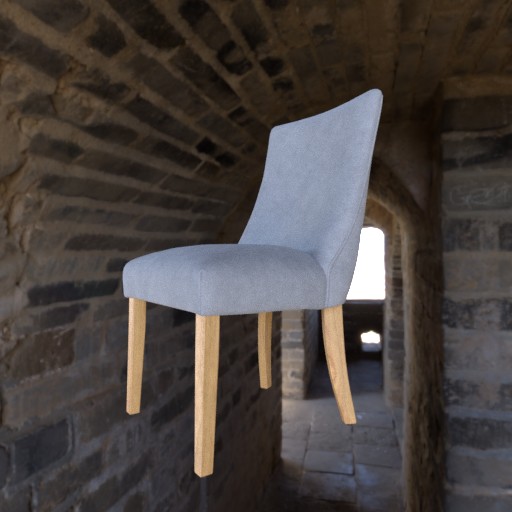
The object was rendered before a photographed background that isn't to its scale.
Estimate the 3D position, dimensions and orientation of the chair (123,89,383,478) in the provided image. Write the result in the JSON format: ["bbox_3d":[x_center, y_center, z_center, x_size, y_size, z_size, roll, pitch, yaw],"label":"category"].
[{"bbox_3d":[0.000,0.000,1.238,0.610,0.902,0.495,0,0,-35],"label":"chair"}]
